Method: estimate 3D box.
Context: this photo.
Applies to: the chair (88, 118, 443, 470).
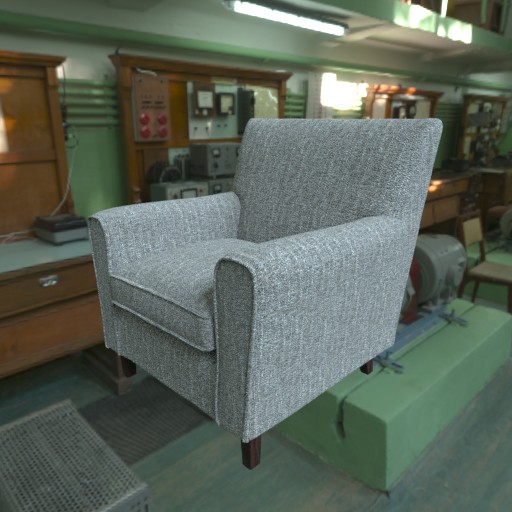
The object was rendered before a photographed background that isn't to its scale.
[{"bbox_3d":[0.000,0.000,1.562,0.864,0.928,0.873,16,24,42],"label":"chair"}]
